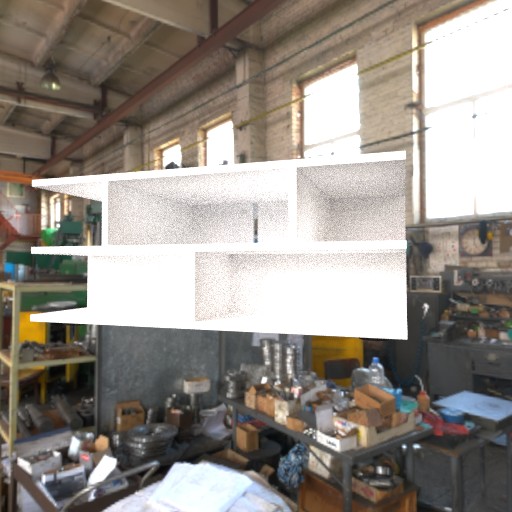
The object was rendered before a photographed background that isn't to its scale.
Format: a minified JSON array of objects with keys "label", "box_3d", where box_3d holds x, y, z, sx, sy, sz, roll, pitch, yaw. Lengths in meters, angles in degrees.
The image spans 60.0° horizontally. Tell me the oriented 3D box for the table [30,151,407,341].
[{"label":"table","box_3d":[0.000,0.000,1.094,0.700,0.289,0.700,0,-2,18]}]
